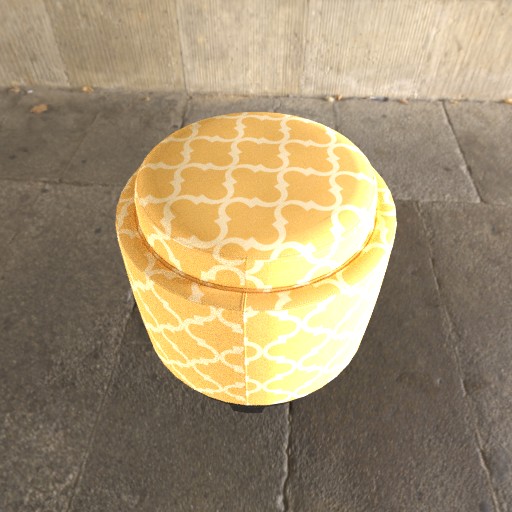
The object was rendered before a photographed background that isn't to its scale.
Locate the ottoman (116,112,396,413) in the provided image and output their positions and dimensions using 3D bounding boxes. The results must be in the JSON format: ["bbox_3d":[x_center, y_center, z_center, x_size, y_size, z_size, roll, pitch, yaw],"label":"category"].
[{"bbox_3d":[0.000,0.000,0.865,0.480,0.429,0.480,0,47,0],"label":"ottoman"}]
